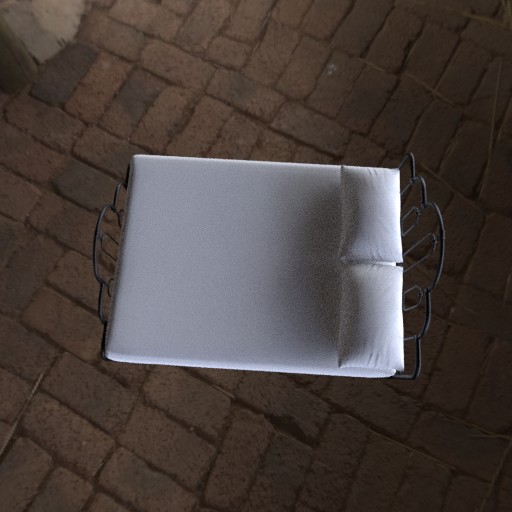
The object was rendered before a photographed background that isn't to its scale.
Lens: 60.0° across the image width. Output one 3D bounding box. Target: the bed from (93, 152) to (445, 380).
[{"bbox_3d":[0.000,0.000,3.250,2.181,1.444,1.626,3,75,1],"label":"bed"}]
